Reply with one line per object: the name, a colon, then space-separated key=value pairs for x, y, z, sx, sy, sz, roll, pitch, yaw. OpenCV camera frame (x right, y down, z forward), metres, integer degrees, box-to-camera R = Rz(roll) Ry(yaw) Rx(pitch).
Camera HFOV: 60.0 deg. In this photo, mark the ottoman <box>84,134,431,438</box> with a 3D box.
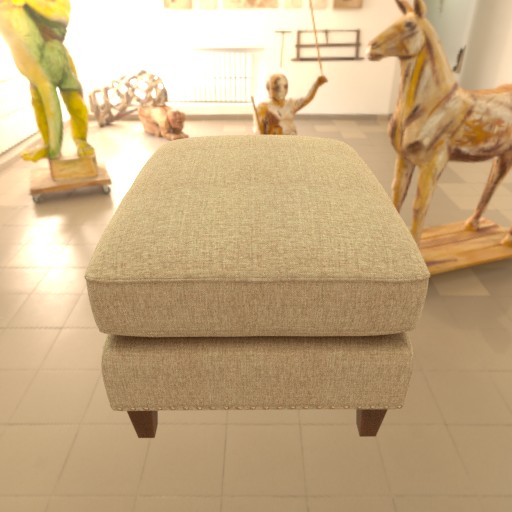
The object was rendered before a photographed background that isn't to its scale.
ottoman: x=0.000 y=0.000 z=1.113 sx=0.584 sy=0.513 sz=0.741 roll=0 pitch=31 yaw=0
